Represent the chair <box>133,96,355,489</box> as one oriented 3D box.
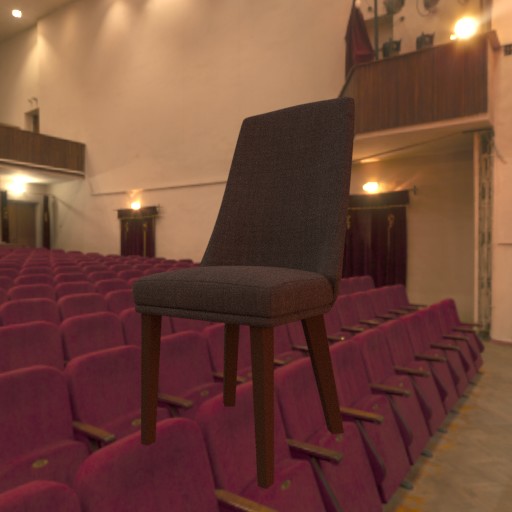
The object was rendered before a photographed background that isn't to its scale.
[{"bbox_3d":[0.000,0.000,1.329,0.510,1.050,0.577,0,1,35],"label":"chair"}]
